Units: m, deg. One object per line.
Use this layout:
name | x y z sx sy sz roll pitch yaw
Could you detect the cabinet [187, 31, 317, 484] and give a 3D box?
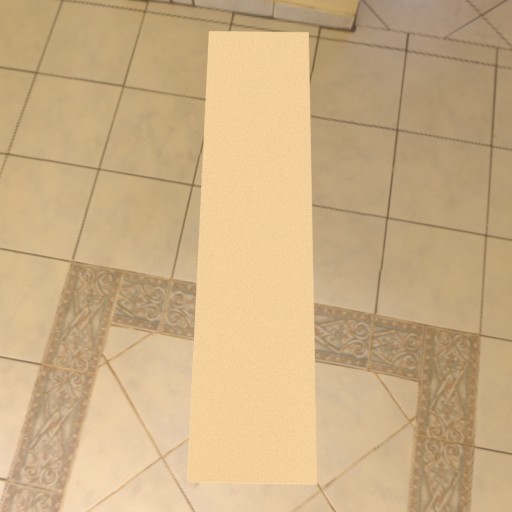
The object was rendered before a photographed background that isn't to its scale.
cabinet | 0.000 0.000 1.955 0.400 0.800 1.650 1 75 0
